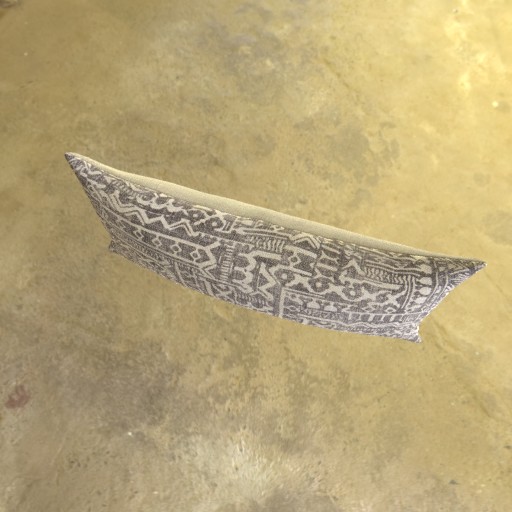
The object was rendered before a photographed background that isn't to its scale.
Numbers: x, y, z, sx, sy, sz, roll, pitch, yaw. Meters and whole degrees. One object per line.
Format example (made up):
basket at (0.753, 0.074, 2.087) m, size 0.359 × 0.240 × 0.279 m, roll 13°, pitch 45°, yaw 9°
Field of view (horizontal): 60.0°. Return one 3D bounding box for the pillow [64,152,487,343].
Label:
pillow at (0.000, 0.000, 0.732) m, size 0.631 × 0.290 × 0.148 m, roll 16°, pitch 61°, yaw 9°
